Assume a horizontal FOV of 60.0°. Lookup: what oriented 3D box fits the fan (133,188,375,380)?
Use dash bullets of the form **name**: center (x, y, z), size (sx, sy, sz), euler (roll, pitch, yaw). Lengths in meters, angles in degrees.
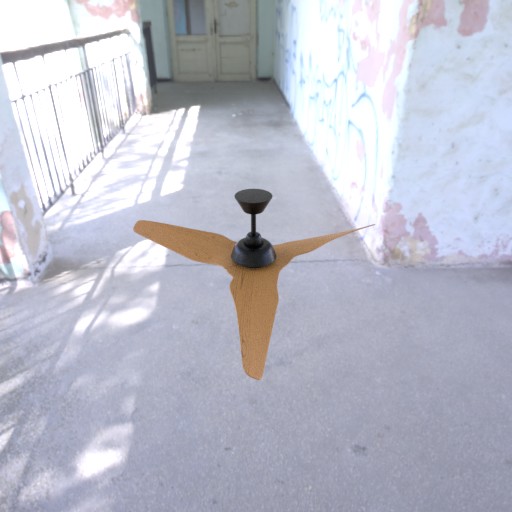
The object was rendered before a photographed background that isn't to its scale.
- **fan**: center (0.000, 0.000, 1.641), size (1.142, 0.355, 1.010), euler (-1, 30, -1)
